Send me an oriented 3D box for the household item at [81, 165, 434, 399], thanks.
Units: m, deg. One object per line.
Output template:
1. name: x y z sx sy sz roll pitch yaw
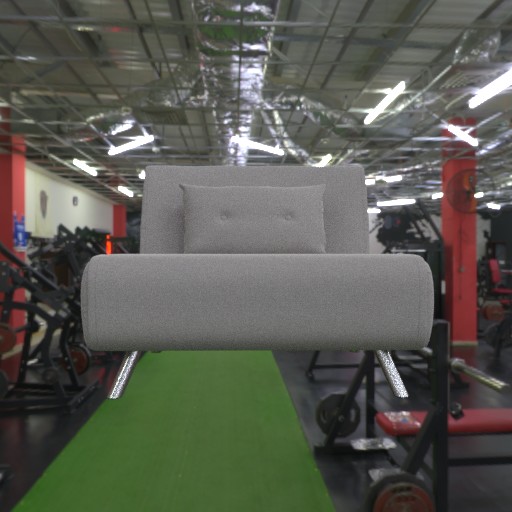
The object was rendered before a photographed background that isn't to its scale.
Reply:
1. household item: 0.000 0.000 1.647 1.000 0.800 0.874 0 1 -1
